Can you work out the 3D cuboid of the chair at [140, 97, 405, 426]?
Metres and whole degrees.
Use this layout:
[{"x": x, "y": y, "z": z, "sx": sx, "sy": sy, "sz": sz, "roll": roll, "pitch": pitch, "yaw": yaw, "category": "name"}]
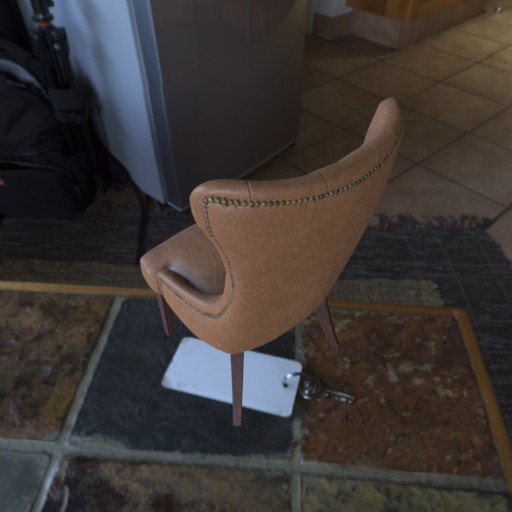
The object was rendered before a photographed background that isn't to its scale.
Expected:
[{"x": 0.000, "y": 0.000, "z": 1.445, "sx": 0.611, "sy": 1.065, "sz": 0.669, "roll": -30, "pitch": 53, "yaw": -26, "category": "chair"}]
